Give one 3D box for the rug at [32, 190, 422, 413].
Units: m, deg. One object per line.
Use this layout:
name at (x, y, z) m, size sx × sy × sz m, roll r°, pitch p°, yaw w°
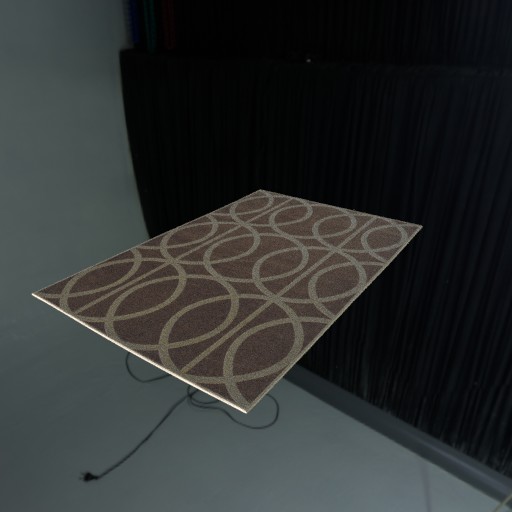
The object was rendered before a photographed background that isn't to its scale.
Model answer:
rug at (0.000, 0.000, 2.949) m, size 1.526 × 0.014 × 2.290 m, roll 18°, pitch 32°, yaw 31°
